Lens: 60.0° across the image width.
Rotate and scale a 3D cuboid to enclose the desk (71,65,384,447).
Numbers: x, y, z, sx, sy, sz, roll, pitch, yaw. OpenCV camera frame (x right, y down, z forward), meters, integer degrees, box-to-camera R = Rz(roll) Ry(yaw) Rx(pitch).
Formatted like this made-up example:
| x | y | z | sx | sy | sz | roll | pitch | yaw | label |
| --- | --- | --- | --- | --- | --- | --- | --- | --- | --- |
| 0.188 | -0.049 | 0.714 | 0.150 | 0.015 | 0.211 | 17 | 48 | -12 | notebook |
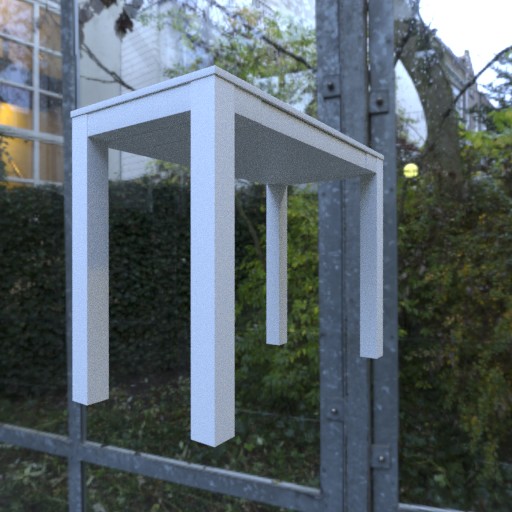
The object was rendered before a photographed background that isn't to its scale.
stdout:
| x | y | z | sx | sy | sz | roll | pitch | yaw | label |
| --- | --- | --- | --- | --- | --- | --- | --- | --- | --- |
| 0.000 | 0.000 | 1.429 | 0.497 | 0.762 | 0.990 | 0 | 0 | 35 | desk |
